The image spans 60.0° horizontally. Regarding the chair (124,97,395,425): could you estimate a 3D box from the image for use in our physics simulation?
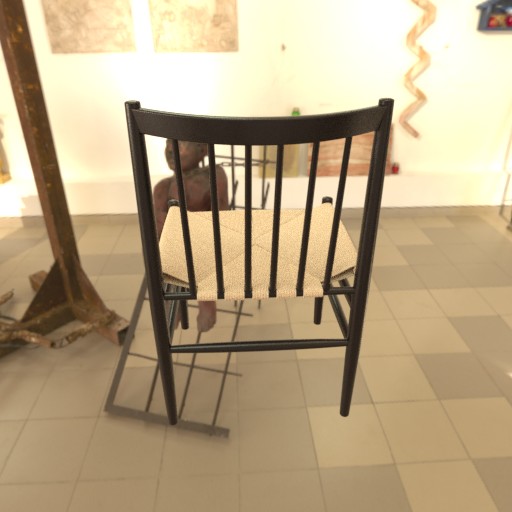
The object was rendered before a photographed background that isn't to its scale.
[{"bbox_3d":[0.000,0.000,1.133,0.495,0.818,0.516,-2,29,-3],"label":"chair"}]
